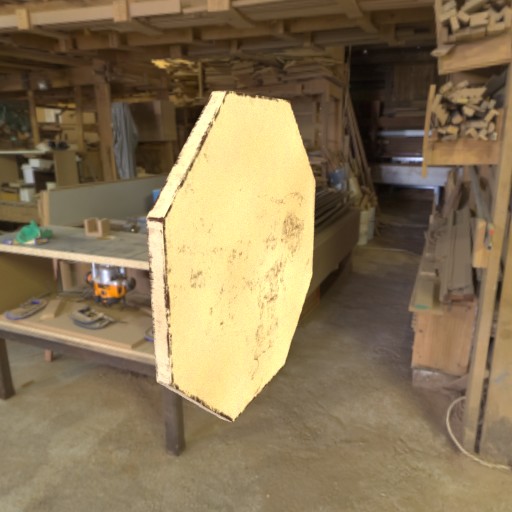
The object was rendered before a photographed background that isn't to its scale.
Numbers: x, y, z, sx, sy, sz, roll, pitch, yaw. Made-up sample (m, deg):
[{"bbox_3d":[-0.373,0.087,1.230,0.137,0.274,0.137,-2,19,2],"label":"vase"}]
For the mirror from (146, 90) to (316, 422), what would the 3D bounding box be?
[{"bbox_3d":[0.000,0.000,0.954,0.031,0.648,0.648,8,17,26],"label":"mirror"}]
